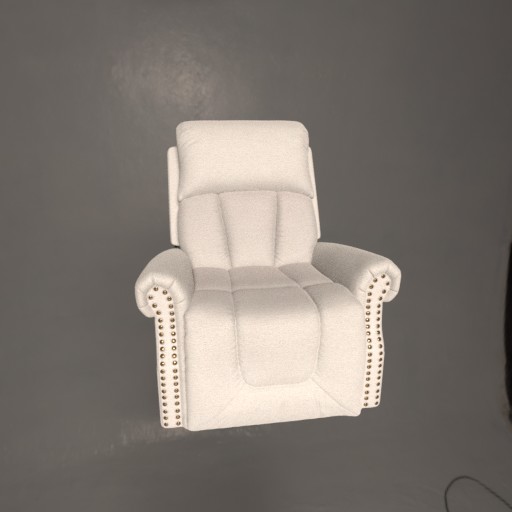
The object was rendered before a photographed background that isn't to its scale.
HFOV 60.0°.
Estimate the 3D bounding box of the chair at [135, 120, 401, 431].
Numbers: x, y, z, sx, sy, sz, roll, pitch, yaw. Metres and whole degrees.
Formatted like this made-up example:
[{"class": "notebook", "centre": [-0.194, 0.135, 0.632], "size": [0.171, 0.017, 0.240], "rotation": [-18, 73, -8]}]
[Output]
[{"class": "chair", "centre": [0.000, 0.000, 1.763], "size": [0.871, 1.031, 0.979], "rotation": [-3, 17, -9]}]
